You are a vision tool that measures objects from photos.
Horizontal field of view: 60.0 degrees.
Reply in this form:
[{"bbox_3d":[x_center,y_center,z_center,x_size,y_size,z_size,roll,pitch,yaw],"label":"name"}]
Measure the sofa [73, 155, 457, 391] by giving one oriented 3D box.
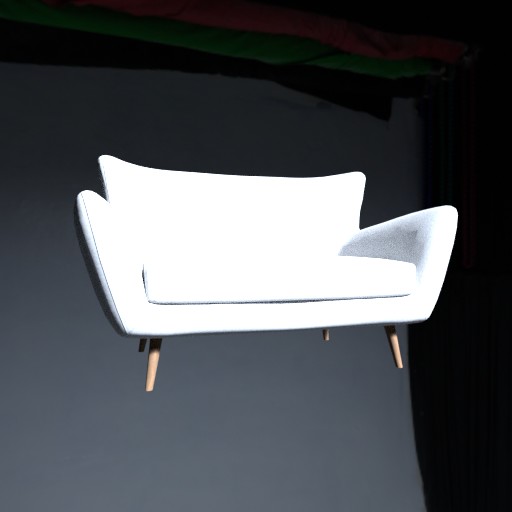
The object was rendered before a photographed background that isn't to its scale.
[{"bbox_3d":[0.000,0.000,1.935,1.424,0.878,0.921,0,0,-18],"label":"sofa"}]
